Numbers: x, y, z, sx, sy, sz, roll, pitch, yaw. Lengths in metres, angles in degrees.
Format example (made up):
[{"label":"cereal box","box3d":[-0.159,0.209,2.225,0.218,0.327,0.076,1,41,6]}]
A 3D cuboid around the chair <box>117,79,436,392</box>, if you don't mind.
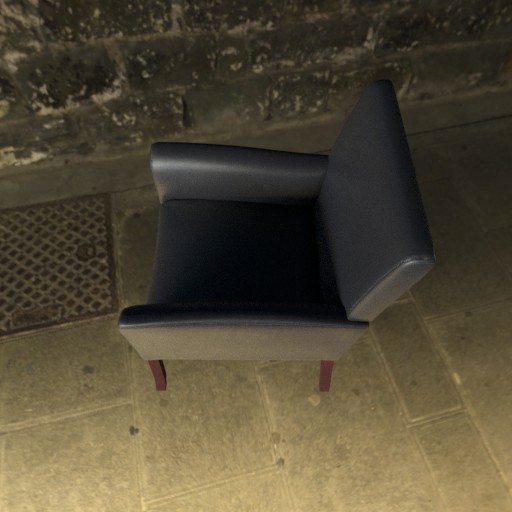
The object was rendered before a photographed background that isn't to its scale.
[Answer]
[{"label":"chair","box3d":[0.000,0.000,1.496,0.772,0.951,0.683,0,58,0]}]
